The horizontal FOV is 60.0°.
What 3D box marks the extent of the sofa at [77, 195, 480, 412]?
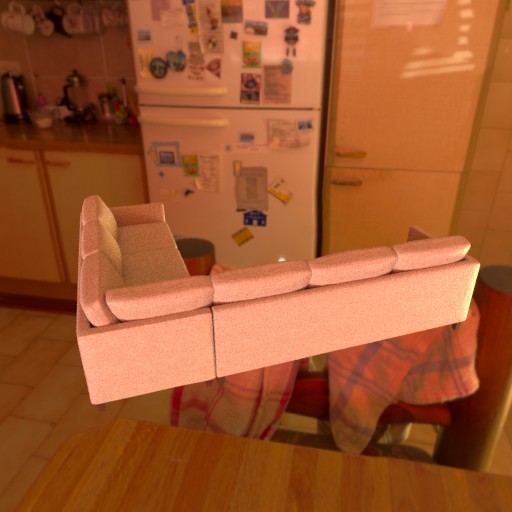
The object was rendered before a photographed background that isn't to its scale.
[{"bbox_3d":[0.000,0.000,4.504,3.333,0.934,2.522,-9,28,-17],"label":"sofa"}]
